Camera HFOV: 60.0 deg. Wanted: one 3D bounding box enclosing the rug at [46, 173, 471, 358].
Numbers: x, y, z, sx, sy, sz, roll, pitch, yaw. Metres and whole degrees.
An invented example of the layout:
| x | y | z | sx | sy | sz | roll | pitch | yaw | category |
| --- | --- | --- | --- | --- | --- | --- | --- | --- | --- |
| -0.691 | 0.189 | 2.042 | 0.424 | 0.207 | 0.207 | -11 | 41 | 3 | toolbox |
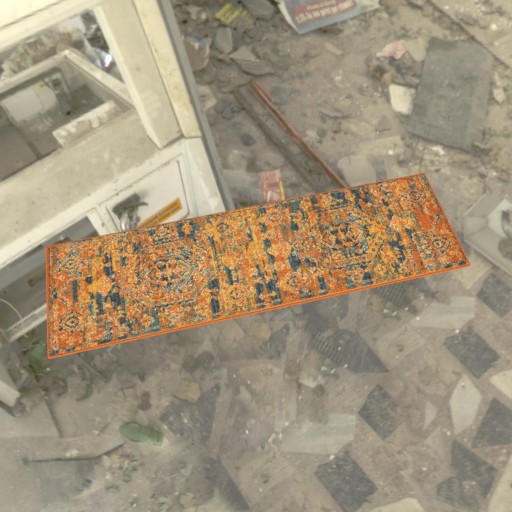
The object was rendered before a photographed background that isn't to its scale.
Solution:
| x | y | z | sx | sy | sz | roll | pitch | yaw | category |
| --- | --- | --- | --- | --- | --- | --- | --- | --- | --- |
| 0.000 | 0.000 | 2.460 | 2.274 | 0.016 | 0.651 | -12 | 64 | -6 | rug |
